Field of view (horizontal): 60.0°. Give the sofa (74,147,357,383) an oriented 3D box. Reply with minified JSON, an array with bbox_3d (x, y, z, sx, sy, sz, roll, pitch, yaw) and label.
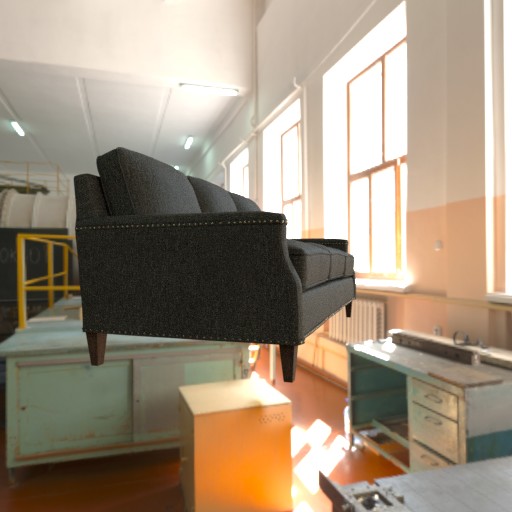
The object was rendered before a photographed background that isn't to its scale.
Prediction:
[{"bbox_3d":[0.000,0.000,2.870,1.084,1.003,2.246,0,-1,18],"label":"sofa"}]
